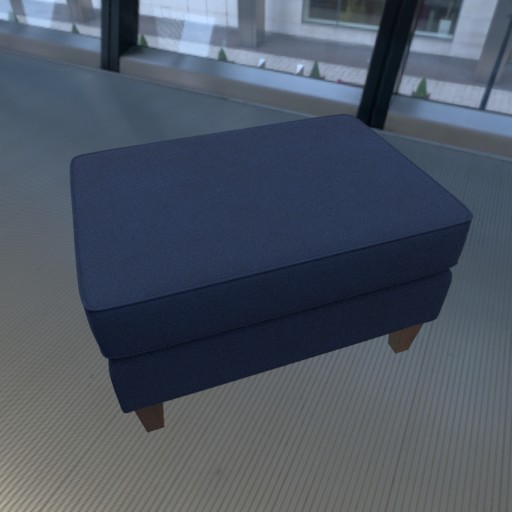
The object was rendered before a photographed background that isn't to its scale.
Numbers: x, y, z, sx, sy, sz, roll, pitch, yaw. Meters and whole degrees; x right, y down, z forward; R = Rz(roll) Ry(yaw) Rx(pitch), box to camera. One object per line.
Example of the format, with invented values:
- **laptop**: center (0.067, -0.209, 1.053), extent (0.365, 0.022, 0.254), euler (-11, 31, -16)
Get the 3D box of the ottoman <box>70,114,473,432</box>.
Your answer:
- **ottoman**: center (0.000, 0.000, 1.378), extent (0.965, 0.584, 0.686), euler (-13, 43, -15)
